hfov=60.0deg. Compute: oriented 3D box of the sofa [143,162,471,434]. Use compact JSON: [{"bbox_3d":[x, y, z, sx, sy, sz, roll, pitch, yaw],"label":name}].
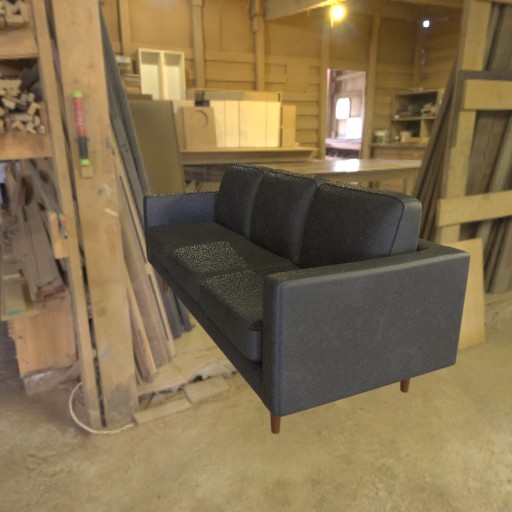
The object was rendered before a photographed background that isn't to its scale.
[{"bbox_3d":[0.000,0.000,2.465,0.879,0.899,2.029,-8,18,-24],"label":"sofa"}]
